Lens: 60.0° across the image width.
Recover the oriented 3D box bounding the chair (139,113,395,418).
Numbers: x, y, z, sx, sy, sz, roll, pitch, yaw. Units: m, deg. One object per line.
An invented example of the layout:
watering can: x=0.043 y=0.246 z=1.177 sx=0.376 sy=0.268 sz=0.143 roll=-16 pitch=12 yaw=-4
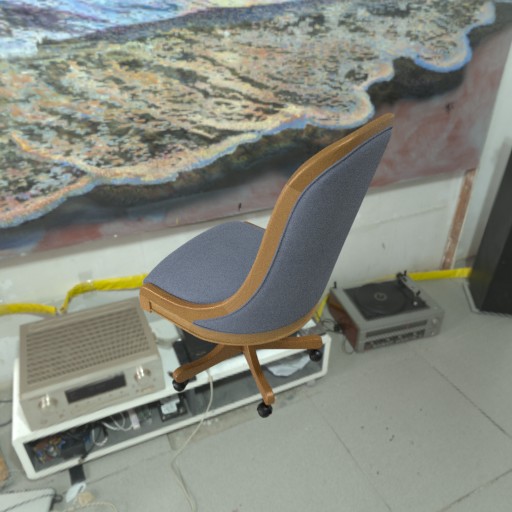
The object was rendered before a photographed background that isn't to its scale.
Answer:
chair: x=0.000 y=0.000 z=1.516 sx=0.735 sy=1.031 sz=0.605 roll=21 pitch=38 yaw=29
